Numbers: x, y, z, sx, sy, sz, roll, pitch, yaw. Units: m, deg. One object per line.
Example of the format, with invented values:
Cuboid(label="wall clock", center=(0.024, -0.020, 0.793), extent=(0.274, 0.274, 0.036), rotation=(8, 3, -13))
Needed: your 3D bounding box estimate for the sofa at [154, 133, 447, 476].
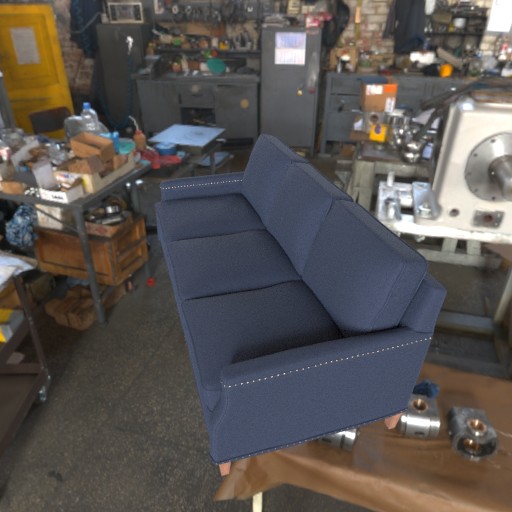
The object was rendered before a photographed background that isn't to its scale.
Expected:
Cuboid(label="sofa", center=(0.000, 0.000, 2.822), extent=(1.084, 1.003, 2.246), rotation=(-9, 32, -14))
